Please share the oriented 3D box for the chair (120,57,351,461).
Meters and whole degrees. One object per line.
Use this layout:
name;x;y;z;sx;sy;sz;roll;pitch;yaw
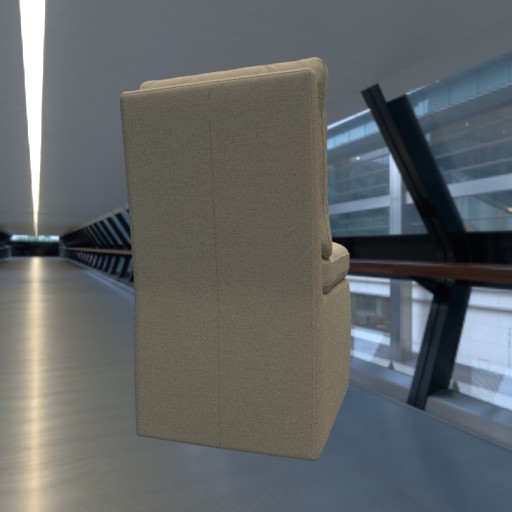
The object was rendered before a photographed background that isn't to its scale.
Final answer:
chair;0.000;0.000;1.319;0.503;0.927;0.698;0;0;18
